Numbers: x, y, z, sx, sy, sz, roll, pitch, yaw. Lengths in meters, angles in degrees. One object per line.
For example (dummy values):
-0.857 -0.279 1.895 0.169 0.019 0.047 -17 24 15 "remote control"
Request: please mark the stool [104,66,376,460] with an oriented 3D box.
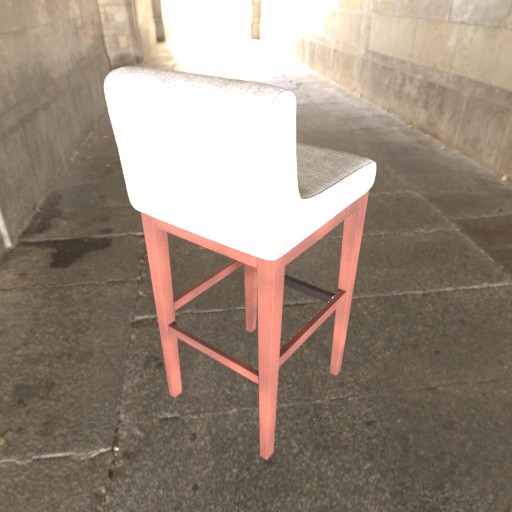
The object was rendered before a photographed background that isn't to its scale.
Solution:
0.000 0.000 1.193 0.426 0.965 0.499 21 37 31 "stool"
